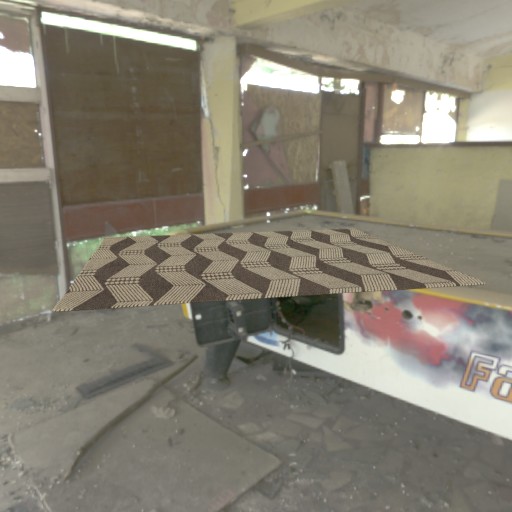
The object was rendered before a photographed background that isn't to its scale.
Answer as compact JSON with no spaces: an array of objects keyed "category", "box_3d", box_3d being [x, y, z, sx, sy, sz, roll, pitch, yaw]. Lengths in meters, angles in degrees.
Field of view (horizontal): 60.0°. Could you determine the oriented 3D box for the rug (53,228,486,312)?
[{"category":"rug","box_3d":[0.000,0.000,4.184,3.048,0.016,2.438,-3,14,-11]}]
